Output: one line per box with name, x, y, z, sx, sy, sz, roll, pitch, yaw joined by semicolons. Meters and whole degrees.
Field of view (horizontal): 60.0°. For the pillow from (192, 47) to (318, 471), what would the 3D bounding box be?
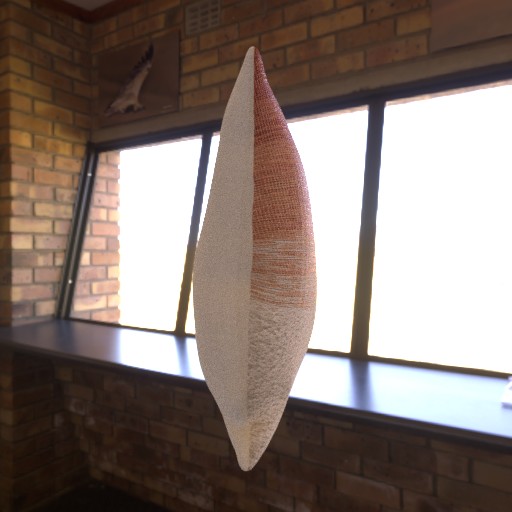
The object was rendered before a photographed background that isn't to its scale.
pillow;0.000;0.000;0.668;0.182;0.441;0.440;0;0;0
